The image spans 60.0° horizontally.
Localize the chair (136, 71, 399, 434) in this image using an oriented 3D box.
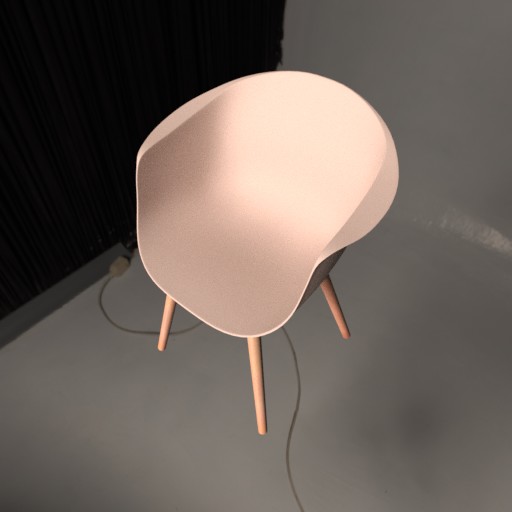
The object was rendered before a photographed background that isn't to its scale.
[{"bbox_3d":[0.000,0.000,1.162,0.593,0.781,0.504,31,53,27],"label":"chair"}]
